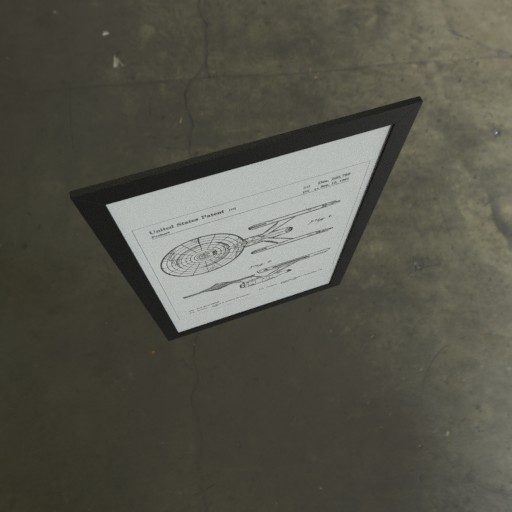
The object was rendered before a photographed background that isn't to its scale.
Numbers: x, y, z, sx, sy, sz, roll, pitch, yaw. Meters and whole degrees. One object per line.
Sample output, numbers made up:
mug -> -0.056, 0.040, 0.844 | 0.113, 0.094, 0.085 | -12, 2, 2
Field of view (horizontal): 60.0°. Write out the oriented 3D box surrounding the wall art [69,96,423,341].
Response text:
wall art -> 0.000, 0.000, 0.691 | 0.379, 0.530, 0.008 | -17, 66, -8
